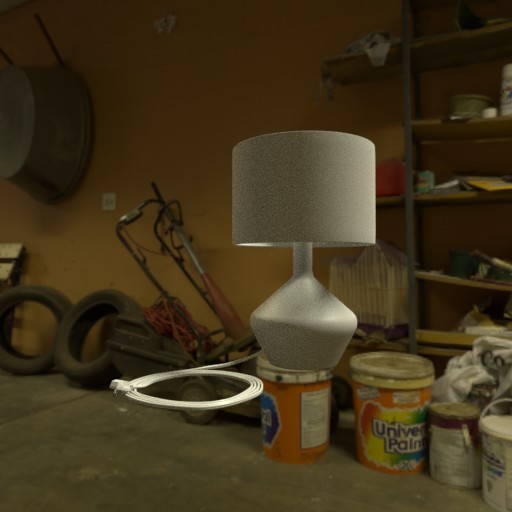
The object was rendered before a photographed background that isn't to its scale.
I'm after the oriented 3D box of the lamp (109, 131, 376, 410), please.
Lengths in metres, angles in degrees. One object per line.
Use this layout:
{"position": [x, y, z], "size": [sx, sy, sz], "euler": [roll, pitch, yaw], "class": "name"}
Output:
{"position": [0.000, 0.000, 0.879], "size": [0.546, 0.457, 0.401], "euler": [0, -1, -17], "class": "lamp"}
